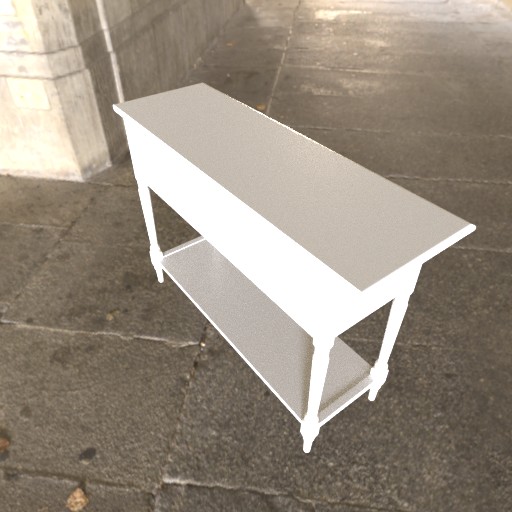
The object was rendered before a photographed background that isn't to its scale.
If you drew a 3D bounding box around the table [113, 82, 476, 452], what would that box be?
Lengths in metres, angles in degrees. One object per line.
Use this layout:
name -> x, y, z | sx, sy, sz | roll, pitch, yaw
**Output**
table -> 0.000, 0.000, 1.567 | 0.384, 0.808, 1.197 | -26, 47, -27
